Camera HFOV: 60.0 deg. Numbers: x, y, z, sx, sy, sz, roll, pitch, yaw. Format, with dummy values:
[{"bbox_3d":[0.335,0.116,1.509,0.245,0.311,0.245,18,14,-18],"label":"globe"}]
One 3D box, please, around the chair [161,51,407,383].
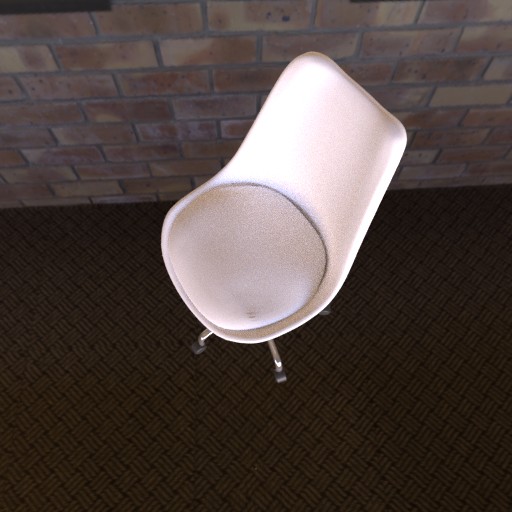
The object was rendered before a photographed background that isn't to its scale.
[{"bbox_3d":[0.000,0.000,1.241,0.550,0.930,0.550,-33,69,-14],"label":"chair"}]
